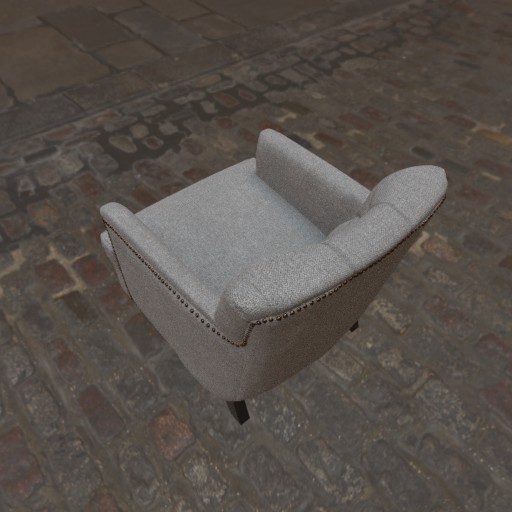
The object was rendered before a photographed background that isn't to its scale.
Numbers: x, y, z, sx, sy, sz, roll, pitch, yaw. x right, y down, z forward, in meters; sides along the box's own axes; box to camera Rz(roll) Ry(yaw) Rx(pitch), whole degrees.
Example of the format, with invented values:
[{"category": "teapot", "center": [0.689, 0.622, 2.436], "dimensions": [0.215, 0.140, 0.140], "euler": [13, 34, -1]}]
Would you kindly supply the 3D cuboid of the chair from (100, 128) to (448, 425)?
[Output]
[{"category": "chair", "center": [0.000, 0.000, 1.506], "dimensions": [0.737, 0.823, 0.902], "euler": [-32, 55, -26]}]
